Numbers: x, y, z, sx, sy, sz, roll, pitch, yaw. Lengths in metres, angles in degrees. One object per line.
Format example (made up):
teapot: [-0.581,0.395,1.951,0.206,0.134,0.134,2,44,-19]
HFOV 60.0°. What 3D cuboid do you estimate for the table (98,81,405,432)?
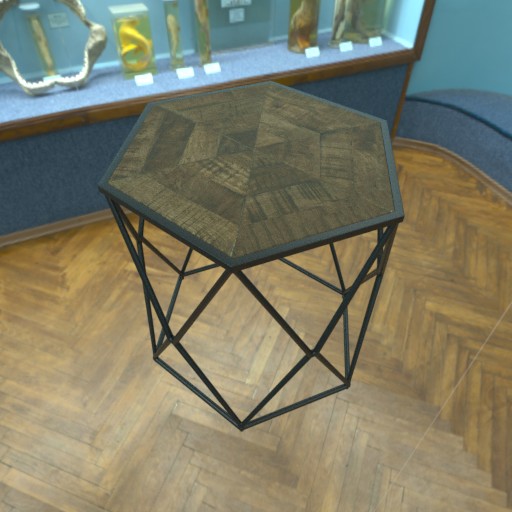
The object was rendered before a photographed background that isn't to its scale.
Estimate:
table: [0.000,0.000,1.025,0.578,0.564,0.579,-16,48,-15]
